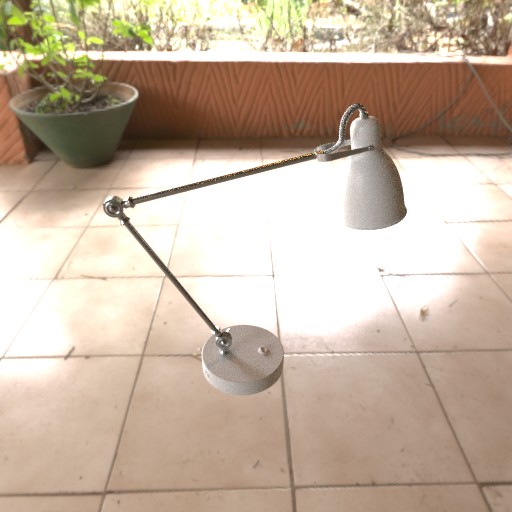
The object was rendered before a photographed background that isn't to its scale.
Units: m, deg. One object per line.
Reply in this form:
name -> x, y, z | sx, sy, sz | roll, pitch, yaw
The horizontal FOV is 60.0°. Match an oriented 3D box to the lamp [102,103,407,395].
lamp -> 0.000, 0.000, 0.875 | 0.561, 0.587, 0.187 | -1, 32, -2
